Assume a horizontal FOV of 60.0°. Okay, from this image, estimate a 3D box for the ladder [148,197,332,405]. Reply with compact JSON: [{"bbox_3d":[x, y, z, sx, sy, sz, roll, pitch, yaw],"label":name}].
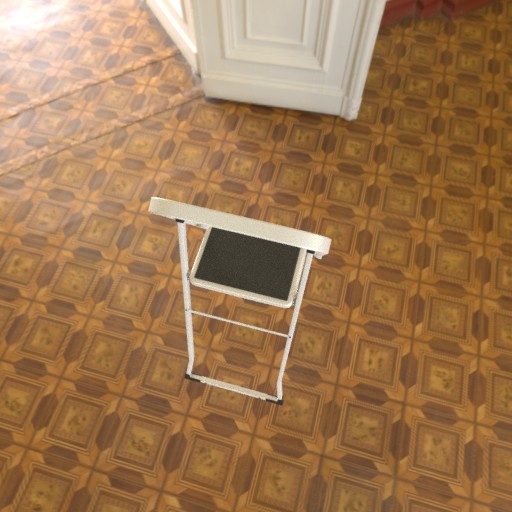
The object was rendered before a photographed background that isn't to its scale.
[{"bbox_3d":[0.000,0.000,1.452,0.460,1.050,0.711,13,64,7],"label":"ladder"}]
